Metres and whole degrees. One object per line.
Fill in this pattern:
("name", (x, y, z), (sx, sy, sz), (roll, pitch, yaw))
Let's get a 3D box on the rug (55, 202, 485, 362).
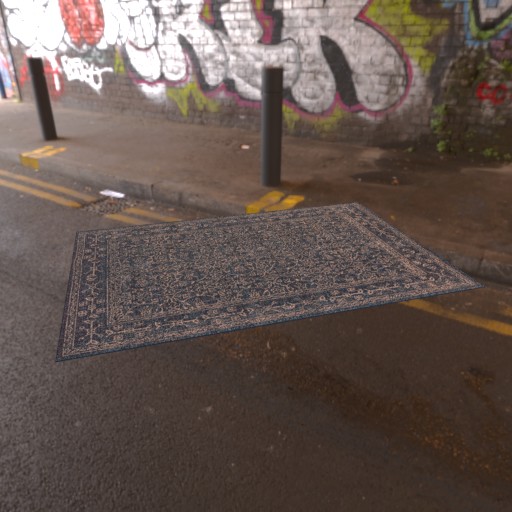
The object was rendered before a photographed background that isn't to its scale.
("rug", (0.000, 0.000, 2.292), (1.819, 0.005, 1.200), (-8, 27, -15))
